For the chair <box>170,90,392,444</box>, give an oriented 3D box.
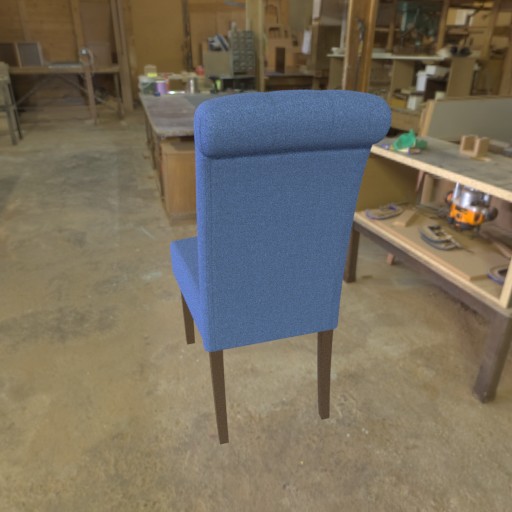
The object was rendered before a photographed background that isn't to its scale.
[{"bbox_3d":[0.000,0.000,1.354,0.456,1.006,0.671,-8,27,-15],"label":"chair"}]
